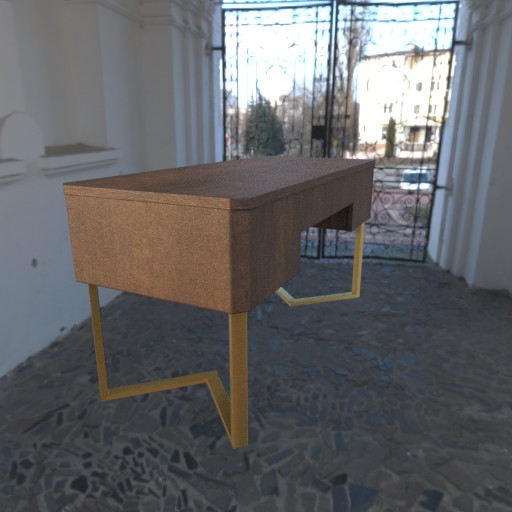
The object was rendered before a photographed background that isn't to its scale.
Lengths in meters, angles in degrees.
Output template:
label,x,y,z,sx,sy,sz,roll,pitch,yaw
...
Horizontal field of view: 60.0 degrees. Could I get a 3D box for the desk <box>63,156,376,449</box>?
label,x,y,z,sx,sy,sz,roll,pitch,yaw
desk,0.000,0.000,1.958,0.684,0.762,1.479,8,18,26
